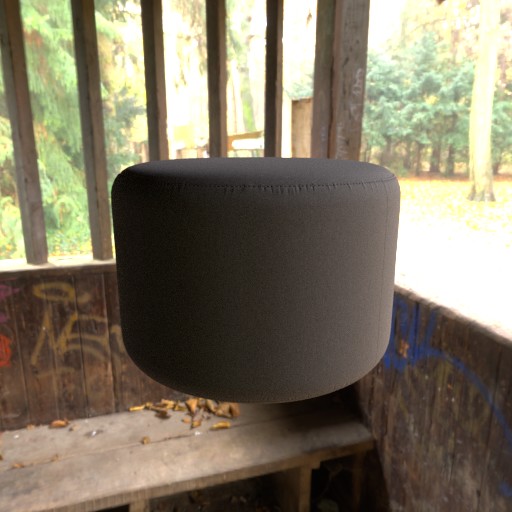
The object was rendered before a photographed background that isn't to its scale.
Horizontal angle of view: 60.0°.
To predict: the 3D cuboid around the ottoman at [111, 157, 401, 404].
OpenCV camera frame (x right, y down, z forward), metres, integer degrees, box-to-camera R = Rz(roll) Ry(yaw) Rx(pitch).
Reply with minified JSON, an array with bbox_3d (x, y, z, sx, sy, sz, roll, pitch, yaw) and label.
[{"bbox_3d":[0.000,0.000,1.008,0.608,0.433,0.608,0,14,0],"label":"ottoman"}]
